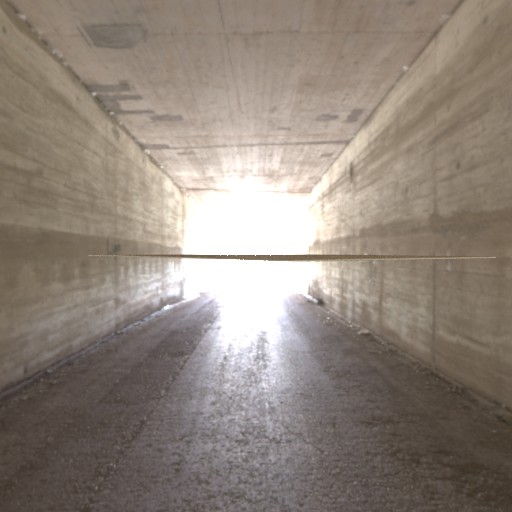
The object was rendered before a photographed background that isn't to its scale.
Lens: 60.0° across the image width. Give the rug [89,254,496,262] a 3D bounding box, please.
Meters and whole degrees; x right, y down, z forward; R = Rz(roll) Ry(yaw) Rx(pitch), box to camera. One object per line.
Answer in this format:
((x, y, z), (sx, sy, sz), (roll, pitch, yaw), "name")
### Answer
((0.000, 0.000, 2.987), (1.529, 0.012, 2.435), (0, 1, -36), "rug")
